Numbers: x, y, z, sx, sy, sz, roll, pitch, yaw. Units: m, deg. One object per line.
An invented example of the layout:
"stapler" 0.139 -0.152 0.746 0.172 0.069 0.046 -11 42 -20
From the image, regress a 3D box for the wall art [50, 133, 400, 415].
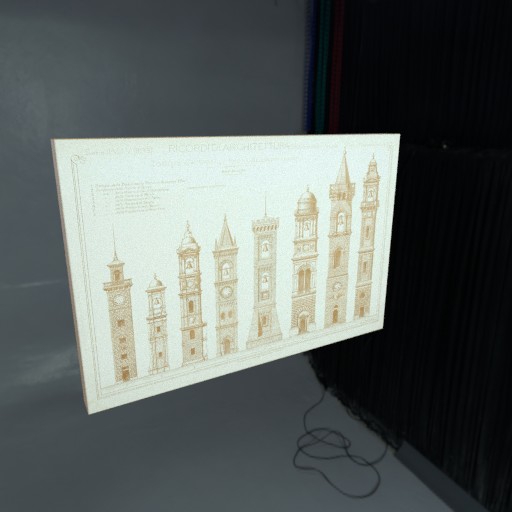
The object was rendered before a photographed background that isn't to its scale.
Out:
"wall art" 0.000 0.000 0.779 0.609 0.407 0.039 -9 19 -28
